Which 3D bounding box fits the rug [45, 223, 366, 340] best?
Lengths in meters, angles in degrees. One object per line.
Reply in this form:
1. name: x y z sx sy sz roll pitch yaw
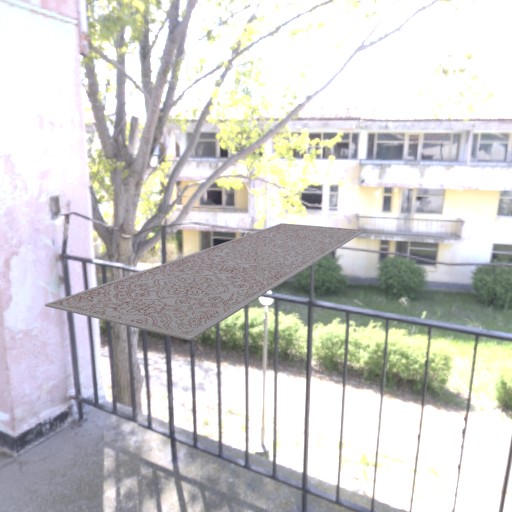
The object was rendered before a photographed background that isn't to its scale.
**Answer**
1. rug: 0.000 0.000 2.774 0.769 0.012 2.448 7 15 27
